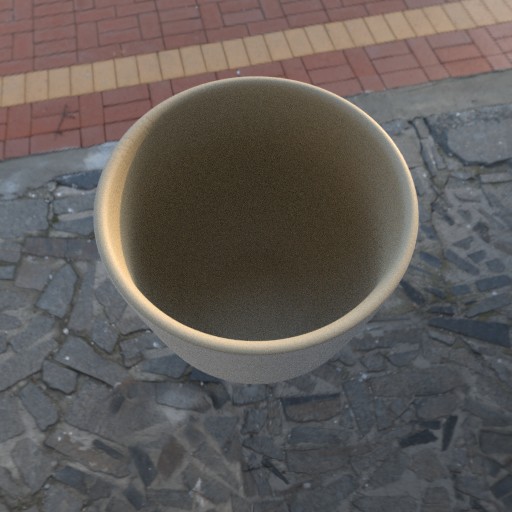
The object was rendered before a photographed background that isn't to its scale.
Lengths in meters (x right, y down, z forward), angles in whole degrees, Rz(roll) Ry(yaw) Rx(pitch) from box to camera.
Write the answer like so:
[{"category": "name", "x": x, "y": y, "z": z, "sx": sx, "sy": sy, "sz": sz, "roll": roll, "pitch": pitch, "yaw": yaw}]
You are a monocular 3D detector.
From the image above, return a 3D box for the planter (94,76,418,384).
[{"category": "planter", "x": 0.000, "y": 0.000, "z": 0.371, "sx": 0.208, "sy": 0.190, "sz": 0.208, "roll": 0, "pitch": 65, "yaw": 0}]
